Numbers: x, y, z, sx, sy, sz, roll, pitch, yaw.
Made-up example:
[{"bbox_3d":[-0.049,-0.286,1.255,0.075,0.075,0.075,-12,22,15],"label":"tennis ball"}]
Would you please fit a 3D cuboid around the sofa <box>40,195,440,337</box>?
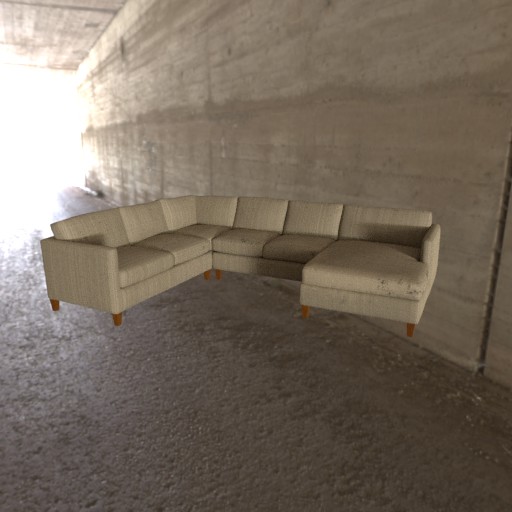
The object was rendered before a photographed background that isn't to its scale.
[{"bbox_3d":[0.000,0.000,4.720,3.460,0.961,2.594,7,16,25],"label":"sofa"}]
